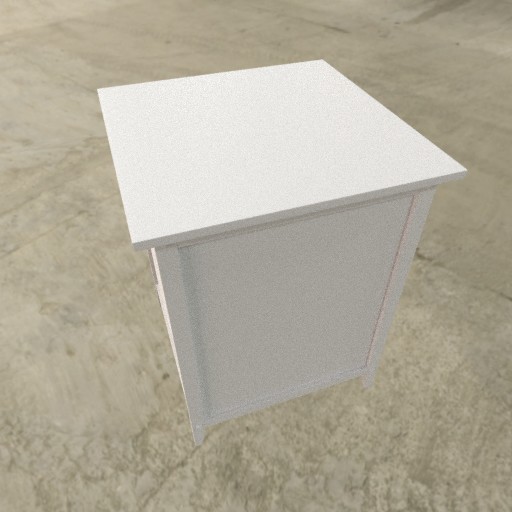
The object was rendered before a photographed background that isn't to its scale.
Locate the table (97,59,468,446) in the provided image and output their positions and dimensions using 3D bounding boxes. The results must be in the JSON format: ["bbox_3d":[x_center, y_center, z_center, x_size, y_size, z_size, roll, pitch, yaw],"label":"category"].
[{"bbox_3d":[0.000,0.000,0.756,0.381,0.483,0.381,-14,44,-14],"label":"table"}]
